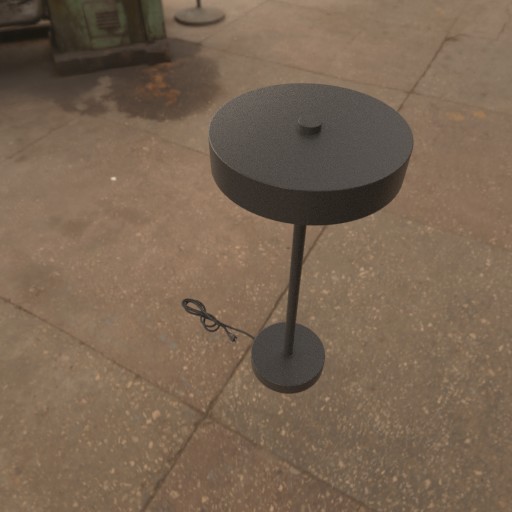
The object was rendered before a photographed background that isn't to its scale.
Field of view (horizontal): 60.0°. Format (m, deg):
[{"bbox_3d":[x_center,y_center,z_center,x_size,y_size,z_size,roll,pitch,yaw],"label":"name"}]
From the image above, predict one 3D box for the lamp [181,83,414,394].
[{"bbox_3d":[0.000,0.000,0.702,0.369,0.508,0.229,23,50,21],"label":"lamp"}]
